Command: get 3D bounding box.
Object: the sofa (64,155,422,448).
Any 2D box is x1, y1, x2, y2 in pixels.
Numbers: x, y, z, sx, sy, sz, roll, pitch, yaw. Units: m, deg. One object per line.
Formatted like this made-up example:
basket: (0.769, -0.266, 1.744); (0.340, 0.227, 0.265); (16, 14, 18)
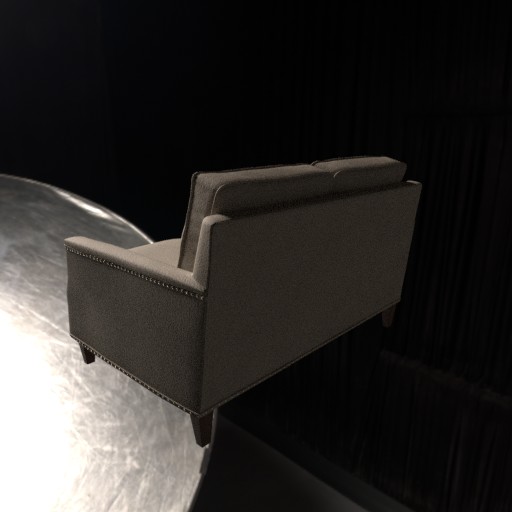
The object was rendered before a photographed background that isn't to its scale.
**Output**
sofa: (0.000, 0.000, 2.301); (1.084, 1.003, 1.597); (14, 21, 41)
